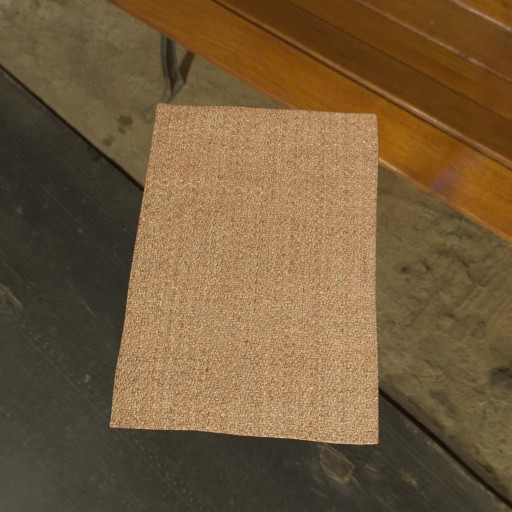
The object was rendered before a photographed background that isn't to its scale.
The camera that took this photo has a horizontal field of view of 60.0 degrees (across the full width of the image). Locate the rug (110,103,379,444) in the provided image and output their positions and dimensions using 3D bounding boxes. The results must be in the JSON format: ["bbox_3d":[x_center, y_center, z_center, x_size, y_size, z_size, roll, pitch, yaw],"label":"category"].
[{"bbox_3d":[0.000,0.000,2.801,1.566,0.013,2.141,3,75,1],"label":"rug"}]
